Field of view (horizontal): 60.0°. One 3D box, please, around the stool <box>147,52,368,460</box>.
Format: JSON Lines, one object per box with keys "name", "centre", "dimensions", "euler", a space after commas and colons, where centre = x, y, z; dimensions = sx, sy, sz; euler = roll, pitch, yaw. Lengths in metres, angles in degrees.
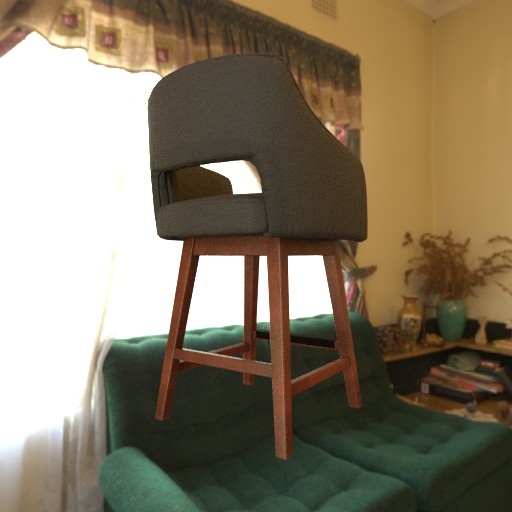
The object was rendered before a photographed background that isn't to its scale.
{"name": "stool", "centre": [0.000, 0.000, 1.262], "dimensions": [0.548, 0.912, 0.558], "euler": [0, 0, 36]}
